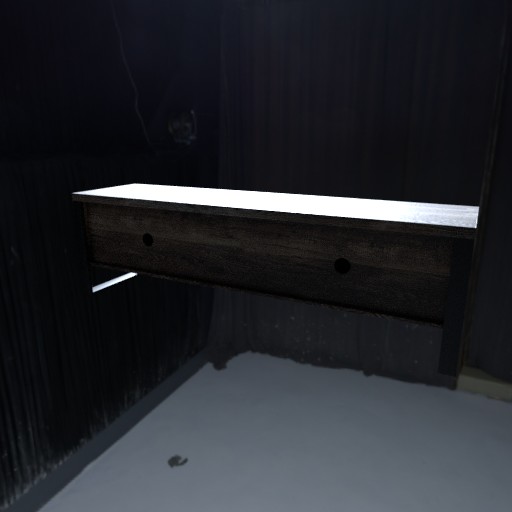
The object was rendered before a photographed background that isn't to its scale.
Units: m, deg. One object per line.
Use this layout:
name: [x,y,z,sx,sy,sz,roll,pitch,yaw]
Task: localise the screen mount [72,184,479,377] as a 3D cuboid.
screen mount: [0.000,0.000,1.751,1.524,0.450,0.395,8,18,26]
